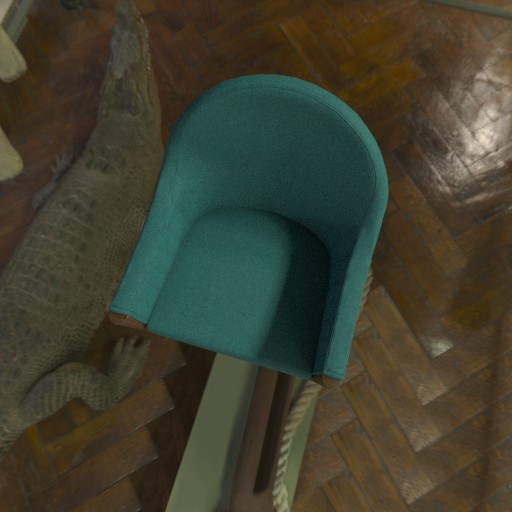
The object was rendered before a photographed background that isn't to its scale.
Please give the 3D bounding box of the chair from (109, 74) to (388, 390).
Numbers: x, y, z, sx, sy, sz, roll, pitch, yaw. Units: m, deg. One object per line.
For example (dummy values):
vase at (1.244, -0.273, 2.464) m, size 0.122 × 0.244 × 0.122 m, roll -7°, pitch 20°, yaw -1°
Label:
chair at (0.000, 0.000, 1.384) m, size 0.656 × 0.907 × 0.652 m, roll 16°, pitch 75°, yaw 4°
